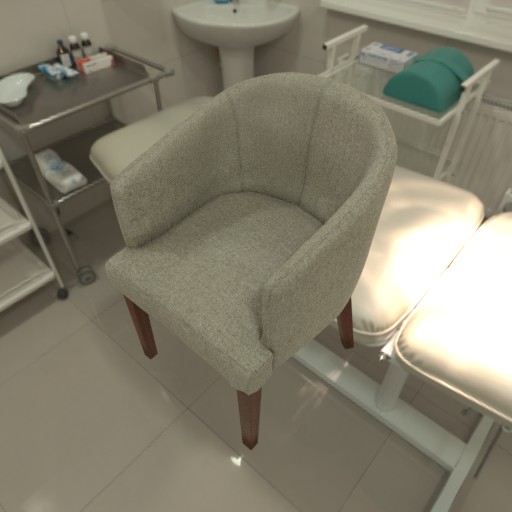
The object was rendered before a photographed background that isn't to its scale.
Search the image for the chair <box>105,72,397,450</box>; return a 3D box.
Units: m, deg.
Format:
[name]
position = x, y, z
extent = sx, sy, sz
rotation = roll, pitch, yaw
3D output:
[chair]
position = 0.000, 0.000, 1.254
extent = 0.583, 0.811, 0.655
rotation = 31, 53, 28
